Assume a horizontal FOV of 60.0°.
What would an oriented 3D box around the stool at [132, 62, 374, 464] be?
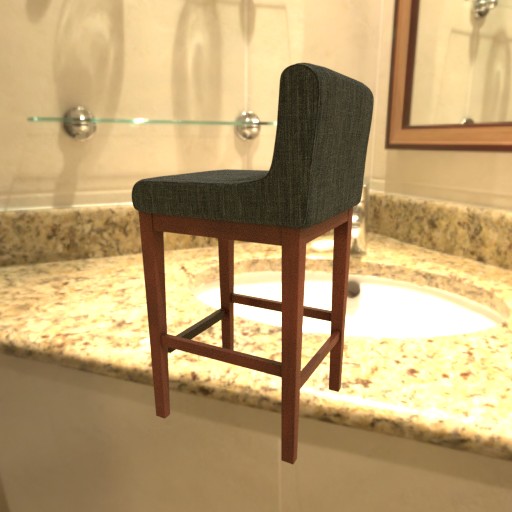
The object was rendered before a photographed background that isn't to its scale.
[{"bbox_3d":[0.000,0.000,1.115,0.459,0.835,0.395,8,17,27],"label":"stool"}]
